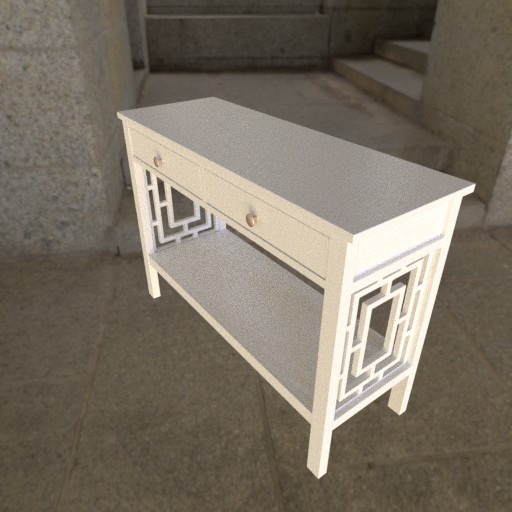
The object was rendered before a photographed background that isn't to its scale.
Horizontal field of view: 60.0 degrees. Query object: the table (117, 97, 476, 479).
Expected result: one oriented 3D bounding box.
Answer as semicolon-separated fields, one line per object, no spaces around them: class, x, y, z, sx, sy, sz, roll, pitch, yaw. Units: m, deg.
table;0.000;0.000;1.425;0.397;0.753;1.068;-22;38;-31
